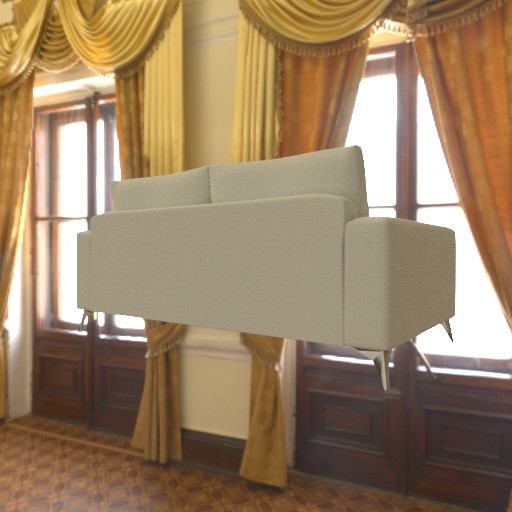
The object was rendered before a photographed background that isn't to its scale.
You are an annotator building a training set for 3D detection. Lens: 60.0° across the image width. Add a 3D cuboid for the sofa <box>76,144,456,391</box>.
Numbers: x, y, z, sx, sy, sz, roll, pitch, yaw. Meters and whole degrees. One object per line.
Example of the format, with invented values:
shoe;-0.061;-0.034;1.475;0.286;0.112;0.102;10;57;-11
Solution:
sofa;0.000;0.000;2.157;1.650;0.790;0.920;0;1;36
